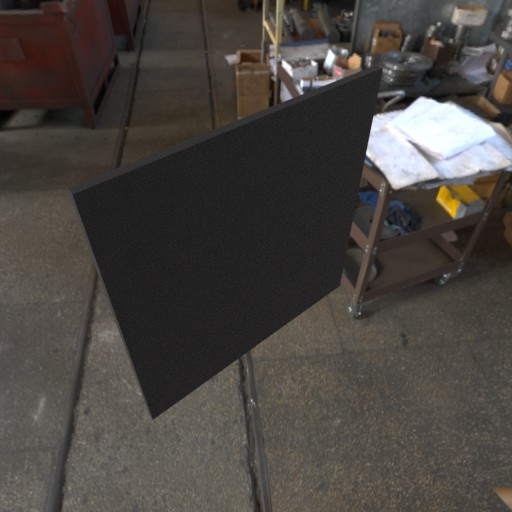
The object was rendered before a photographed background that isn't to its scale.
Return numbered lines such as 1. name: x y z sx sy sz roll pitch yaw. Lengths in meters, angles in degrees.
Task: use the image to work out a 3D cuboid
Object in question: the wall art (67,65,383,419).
1. wall art: 0.000 0.000 0.679 0.456 0.458 0.013 -31 52 -27
